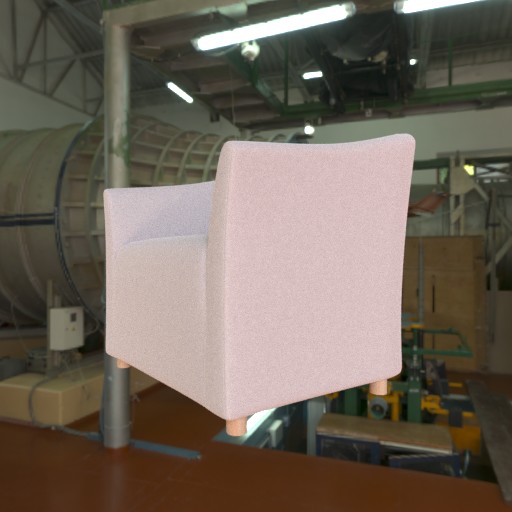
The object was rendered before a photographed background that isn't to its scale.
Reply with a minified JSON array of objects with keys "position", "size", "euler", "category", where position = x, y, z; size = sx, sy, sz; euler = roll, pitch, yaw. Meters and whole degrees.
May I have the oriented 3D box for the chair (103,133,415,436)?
[{"position":[0.000,0.000,1.345],"size":[0.700,0.720,0.790],"euler":[0,0,-36],"category":"chair"}]
